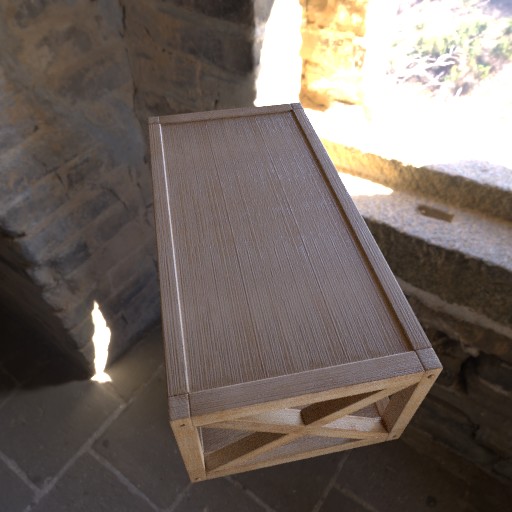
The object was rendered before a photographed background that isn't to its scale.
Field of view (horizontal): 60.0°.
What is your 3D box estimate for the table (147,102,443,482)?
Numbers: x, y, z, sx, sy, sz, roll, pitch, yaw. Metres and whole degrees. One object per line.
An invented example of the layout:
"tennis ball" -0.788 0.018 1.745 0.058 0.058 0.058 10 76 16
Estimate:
"table" 0.000 0.000 1.626 0.660 0.457 1.321 -9 48 -8
